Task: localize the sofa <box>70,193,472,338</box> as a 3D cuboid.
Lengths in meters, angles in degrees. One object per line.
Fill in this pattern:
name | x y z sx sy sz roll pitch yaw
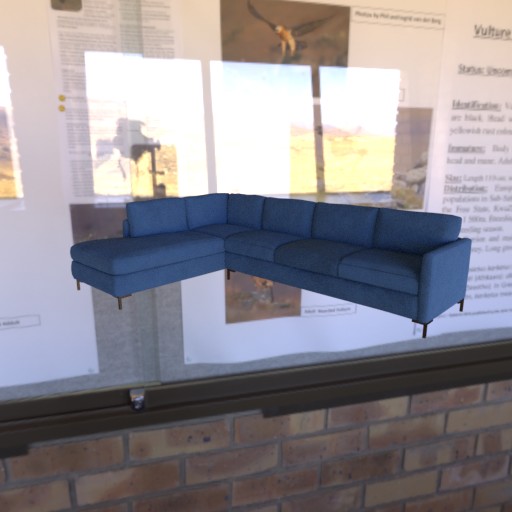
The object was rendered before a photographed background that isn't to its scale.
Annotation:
sofa | 0.000 0.000 3.853 2.949 0.815 2.007 13 19 42
